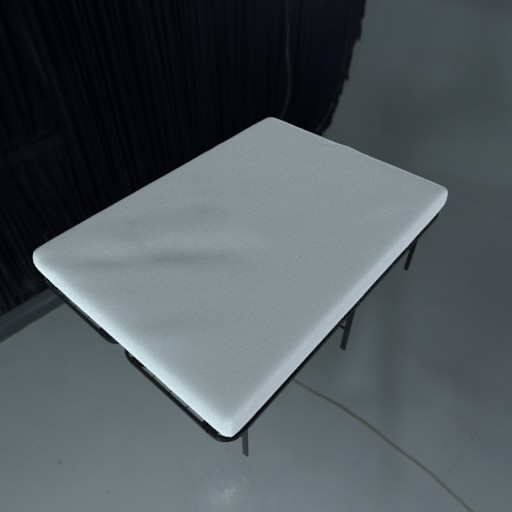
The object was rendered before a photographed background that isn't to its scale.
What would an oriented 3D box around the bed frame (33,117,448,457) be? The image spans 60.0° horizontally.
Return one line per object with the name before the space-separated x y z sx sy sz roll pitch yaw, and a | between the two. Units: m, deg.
bed frame | 0.000 0.000 2.576 1.372 0.637 1.905 31 52 28
